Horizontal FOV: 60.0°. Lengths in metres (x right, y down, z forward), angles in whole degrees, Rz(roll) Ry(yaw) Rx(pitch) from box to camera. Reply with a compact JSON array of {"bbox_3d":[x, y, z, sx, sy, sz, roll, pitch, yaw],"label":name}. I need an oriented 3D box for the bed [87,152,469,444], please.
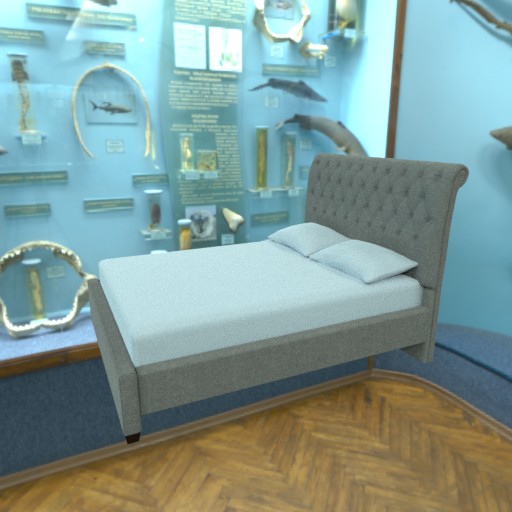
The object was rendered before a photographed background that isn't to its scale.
[{"bbox_3d":[0.000,0.000,3.258,2.252,1.371,1.645,-7,17,-24],"label":"bed"}]
